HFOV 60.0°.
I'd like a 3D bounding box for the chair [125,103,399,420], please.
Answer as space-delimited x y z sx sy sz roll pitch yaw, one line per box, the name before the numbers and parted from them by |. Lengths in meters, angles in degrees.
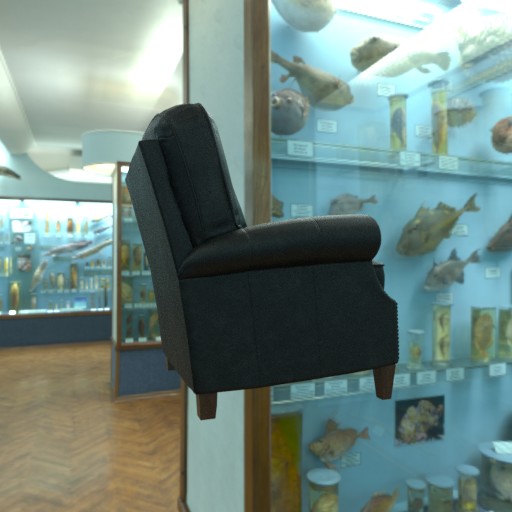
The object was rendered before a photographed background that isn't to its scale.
chair | 0.000 0.000 1.798 0.986 1.018 0.936 0 0 -20
